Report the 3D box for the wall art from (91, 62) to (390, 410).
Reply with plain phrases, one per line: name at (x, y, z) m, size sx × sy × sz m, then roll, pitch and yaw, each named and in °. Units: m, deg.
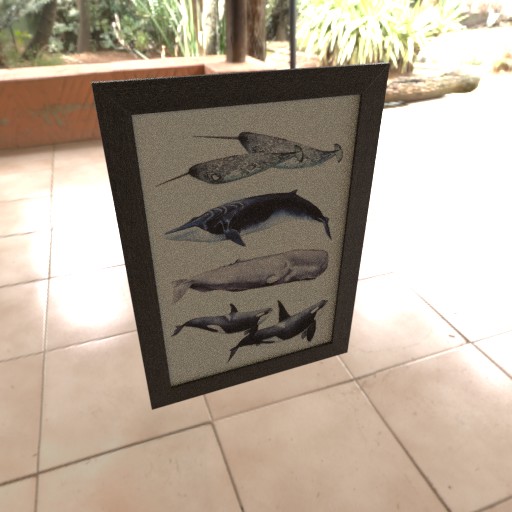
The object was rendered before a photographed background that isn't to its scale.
wall art at (0.000, 0.000, 1.434) m, size 0.810 × 1.116 × 0.016 m, roll -11°, pitch 34°, yaw -18°
